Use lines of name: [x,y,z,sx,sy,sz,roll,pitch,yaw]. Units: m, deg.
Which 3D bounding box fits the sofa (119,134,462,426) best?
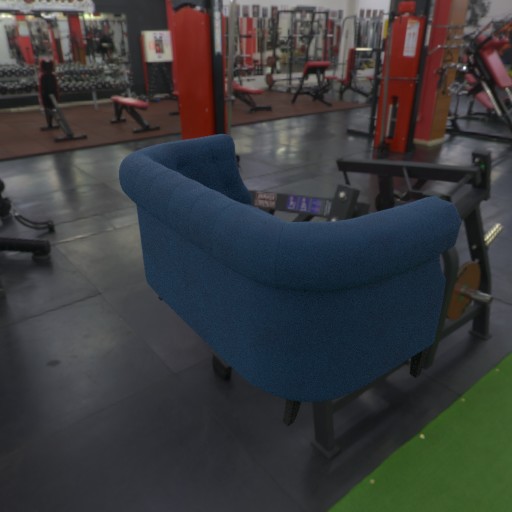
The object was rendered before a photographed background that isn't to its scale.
sofa: [0.000,0.000,2.032,0.835,0.827,1.558,-18,32,-32]
